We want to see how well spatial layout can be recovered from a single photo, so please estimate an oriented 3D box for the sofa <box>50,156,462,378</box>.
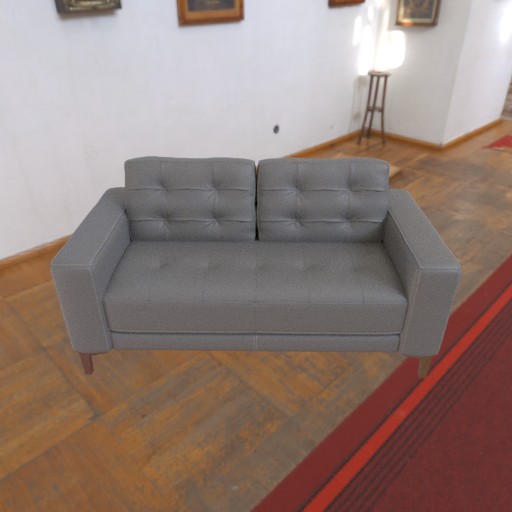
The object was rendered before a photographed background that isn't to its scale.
[{"bbox_3d":[0.000,0.000,2.240,1.726,0.892,0.833,0,31,1],"label":"sofa"}]
